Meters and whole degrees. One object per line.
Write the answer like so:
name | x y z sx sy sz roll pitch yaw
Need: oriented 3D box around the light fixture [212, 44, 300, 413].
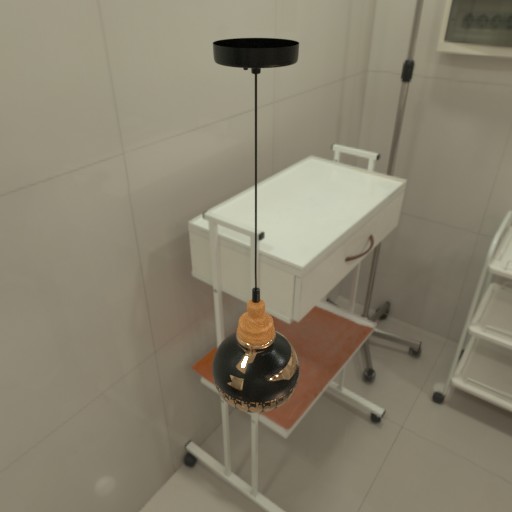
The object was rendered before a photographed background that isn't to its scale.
light fixture | 0.000 0.000 1.840 0.430 1.606 0.430 21 38 30
